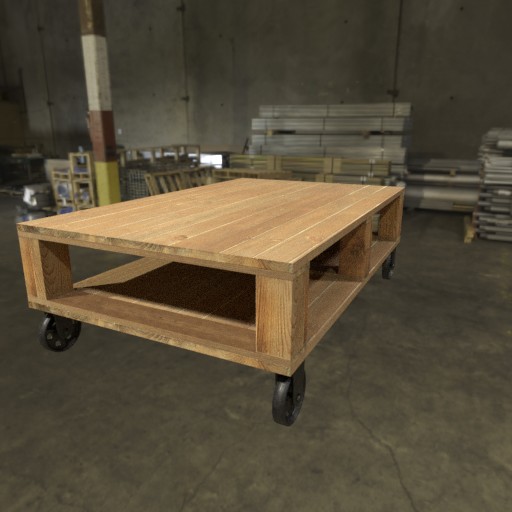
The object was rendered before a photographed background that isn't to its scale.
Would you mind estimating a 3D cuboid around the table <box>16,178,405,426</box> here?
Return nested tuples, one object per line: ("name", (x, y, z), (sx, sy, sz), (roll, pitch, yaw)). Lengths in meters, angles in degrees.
("table", (0.000, 0.000, 1.659), (0.827, 0.413, 1.299), (8, 18, 26))
